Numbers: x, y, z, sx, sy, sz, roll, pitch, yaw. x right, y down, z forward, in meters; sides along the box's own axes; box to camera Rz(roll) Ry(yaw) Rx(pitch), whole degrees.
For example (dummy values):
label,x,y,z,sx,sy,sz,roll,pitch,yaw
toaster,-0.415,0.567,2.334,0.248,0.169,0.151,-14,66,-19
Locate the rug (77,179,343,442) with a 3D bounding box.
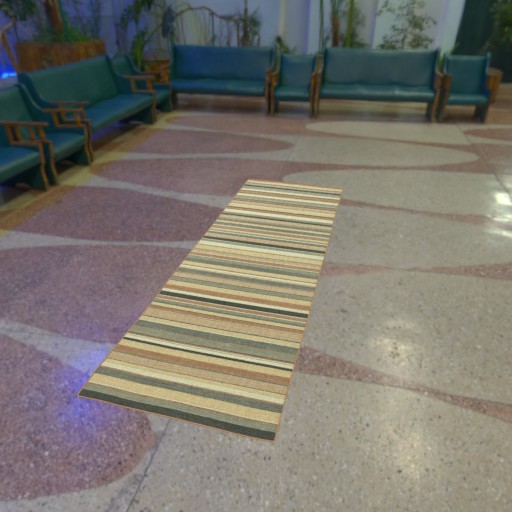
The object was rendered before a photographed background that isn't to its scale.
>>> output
label,x,y,z,sx,sy,sz,roll,pitch,yaw
rug,0.000,0.000,2.650,0.799,0.010,2.444,8,32,13
